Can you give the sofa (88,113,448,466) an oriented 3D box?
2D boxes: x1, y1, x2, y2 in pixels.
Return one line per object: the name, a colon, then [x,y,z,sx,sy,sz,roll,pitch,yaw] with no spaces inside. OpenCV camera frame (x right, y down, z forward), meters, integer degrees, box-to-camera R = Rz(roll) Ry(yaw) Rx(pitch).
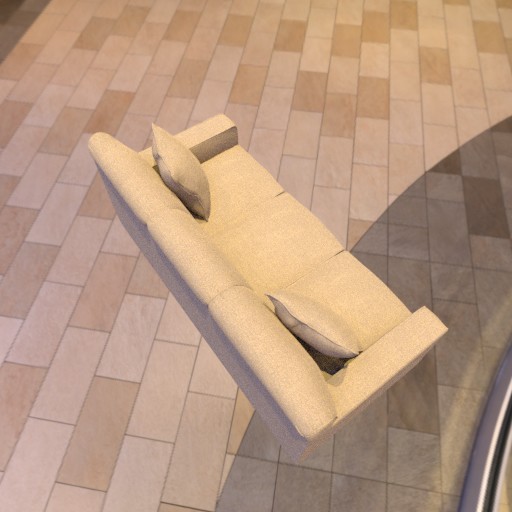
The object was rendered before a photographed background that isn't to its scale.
sofa: [0.000,0.000,2.628,0.997,0.958,2.024,-32,63,-19]
